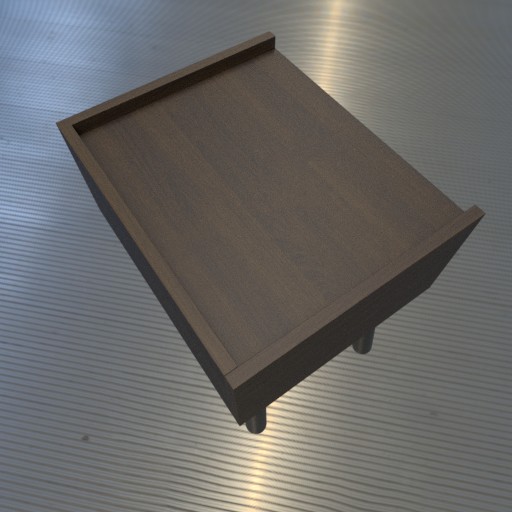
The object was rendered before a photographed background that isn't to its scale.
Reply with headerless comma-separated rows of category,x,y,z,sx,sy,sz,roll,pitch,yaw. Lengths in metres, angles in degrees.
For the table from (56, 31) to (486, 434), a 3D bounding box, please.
table,0.000,0.000,0.783,0.370,0.470,0.450,-31,64,-17
